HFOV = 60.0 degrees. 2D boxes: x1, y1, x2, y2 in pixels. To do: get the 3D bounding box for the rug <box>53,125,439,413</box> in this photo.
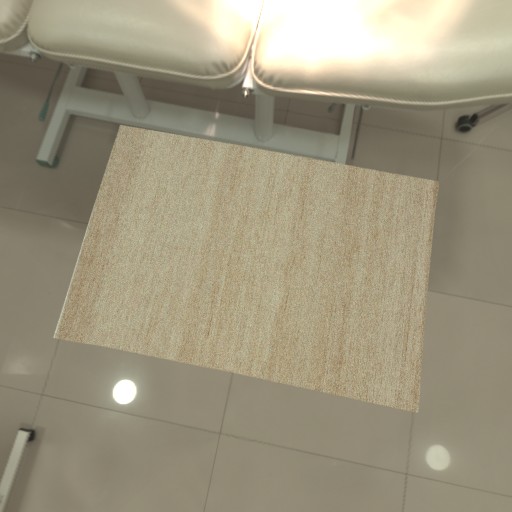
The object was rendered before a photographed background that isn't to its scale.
[{"bbox_3d":[0.000,0.000,2.978,2.346,0.029,1.574,11,75,3],"label":"rug"}]
